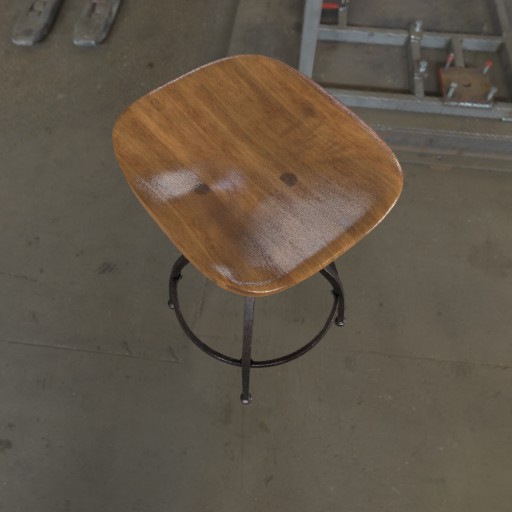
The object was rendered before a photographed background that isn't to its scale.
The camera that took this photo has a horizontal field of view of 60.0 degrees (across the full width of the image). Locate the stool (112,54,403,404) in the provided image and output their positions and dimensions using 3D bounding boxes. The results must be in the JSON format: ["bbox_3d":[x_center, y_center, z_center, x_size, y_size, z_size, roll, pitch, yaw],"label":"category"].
[{"bbox_3d":[0.000,0.000,0.989,0.424,0.694,0.432,-35,67,-18],"label":"stool"}]
